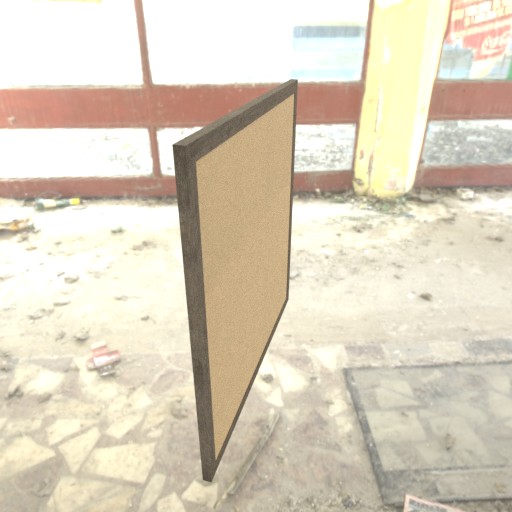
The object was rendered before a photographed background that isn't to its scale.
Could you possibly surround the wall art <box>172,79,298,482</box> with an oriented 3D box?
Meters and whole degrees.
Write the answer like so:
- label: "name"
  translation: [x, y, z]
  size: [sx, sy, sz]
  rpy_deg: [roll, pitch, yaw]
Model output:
- label: "wall art"
  translation: [0.000, 0.000, 0.683]
  size: [0.013, 0.457, 0.457]
  rpy_deg: [8, 30, 15]
